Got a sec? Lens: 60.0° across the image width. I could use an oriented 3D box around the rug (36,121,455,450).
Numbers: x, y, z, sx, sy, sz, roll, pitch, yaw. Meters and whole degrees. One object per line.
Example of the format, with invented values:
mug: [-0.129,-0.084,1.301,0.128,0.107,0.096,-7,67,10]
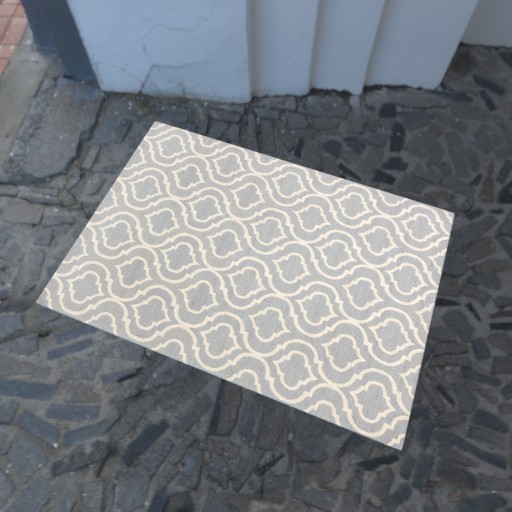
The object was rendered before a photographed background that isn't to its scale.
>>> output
rug: [0.000,0.000,2.615,2.080,0.010,1.451,19,65,10]
